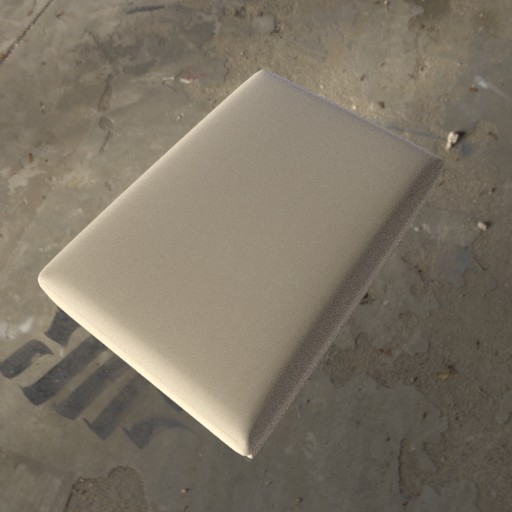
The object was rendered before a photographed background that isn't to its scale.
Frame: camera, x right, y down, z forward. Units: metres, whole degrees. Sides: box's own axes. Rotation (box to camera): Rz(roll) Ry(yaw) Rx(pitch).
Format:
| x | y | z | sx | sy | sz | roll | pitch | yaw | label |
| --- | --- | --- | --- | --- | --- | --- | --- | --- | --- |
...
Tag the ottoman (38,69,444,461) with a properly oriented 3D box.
| x | y | z | sx | sy | sz | roll | pitch | yaw | label |
| --- | --- | --- | --- | --- | --- | --- | --- | --- | --- |
| 0.000 | 0.000 | 1.190 | 0.581 | 0.497 | 0.835 | 33 | 67 | 16 | ottoman |
